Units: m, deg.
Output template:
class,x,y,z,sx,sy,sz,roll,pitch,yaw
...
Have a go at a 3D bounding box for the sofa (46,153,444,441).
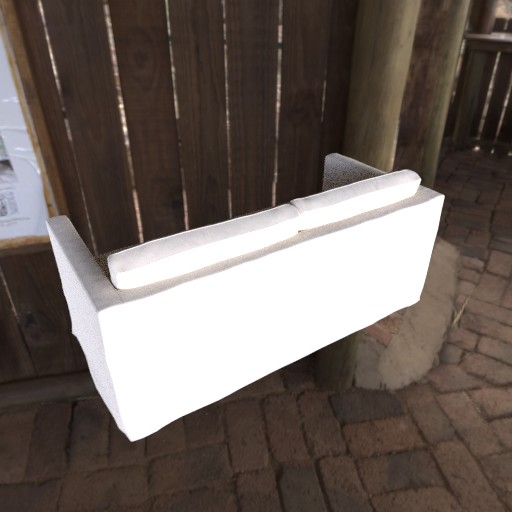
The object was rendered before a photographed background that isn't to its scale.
class,x,y,z,sx,sy,sz,roll,pitch,yaw
sofa,0.000,0.000,2.512,1.987,0.870,0.940,-19,35,-28
